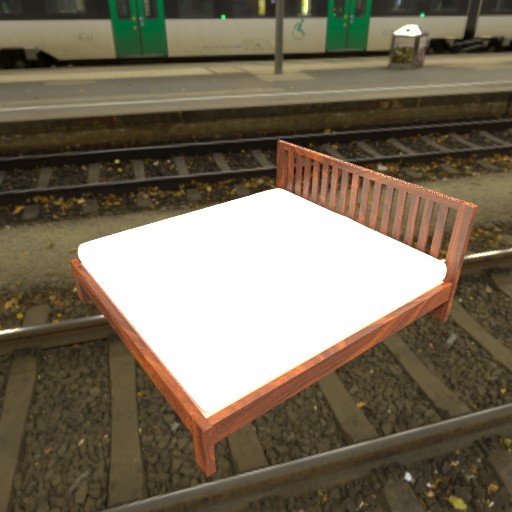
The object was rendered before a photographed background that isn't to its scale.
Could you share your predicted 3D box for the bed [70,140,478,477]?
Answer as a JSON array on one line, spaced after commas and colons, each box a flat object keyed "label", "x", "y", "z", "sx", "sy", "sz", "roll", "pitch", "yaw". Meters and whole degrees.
[{"label": "bed", "x": 0.000, "y": 0.000, "z": 3.109, "sx": 2.030, "sy": 0.890, "sz": 1.905, "roll": -21, "pitch": 36, "yaw": -32}]
